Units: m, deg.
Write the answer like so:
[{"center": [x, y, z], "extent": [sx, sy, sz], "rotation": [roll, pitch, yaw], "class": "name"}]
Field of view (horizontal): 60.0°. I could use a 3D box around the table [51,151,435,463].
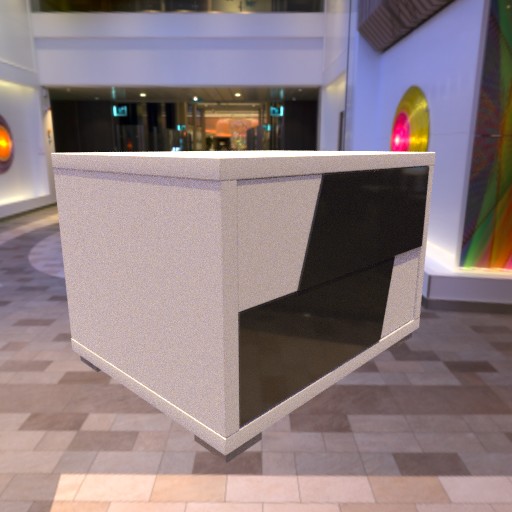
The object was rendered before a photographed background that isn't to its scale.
[{"center": [0.000, 0.000, 0.788], "extent": [0.399, 0.357, 0.517], "rotation": [13, 19, 42], "class": "table"}]
